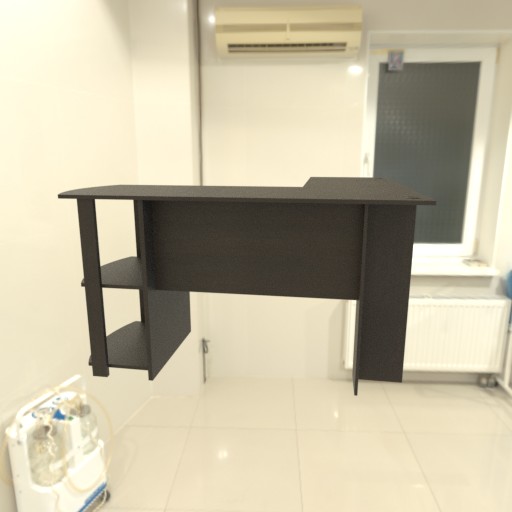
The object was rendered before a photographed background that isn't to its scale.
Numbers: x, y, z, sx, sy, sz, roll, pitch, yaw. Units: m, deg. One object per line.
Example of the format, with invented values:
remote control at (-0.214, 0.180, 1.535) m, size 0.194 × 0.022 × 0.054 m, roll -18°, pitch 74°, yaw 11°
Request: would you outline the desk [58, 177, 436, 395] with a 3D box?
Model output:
desk at (0.000, 0.000, 2.206) m, size 1.361 × 0.716 × 1.303 m, roll 2°, pitch 13°, yaw 9°
